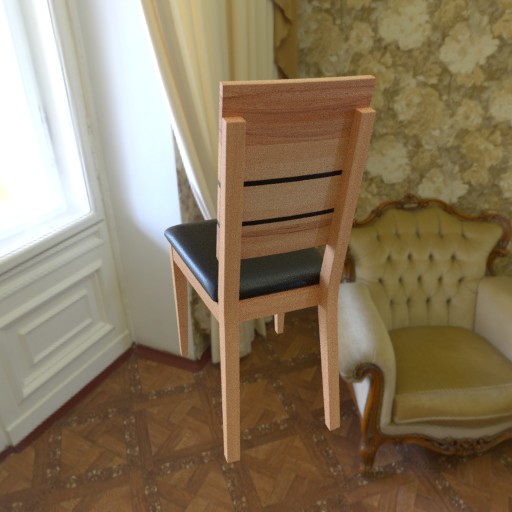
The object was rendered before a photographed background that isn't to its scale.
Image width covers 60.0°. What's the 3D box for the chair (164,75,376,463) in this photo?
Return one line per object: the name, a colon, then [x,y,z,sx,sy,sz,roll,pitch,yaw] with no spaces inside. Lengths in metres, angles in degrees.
chair: [0.000,0.000,1.196,0.410,0.940,0.520,-10,29,-18]
